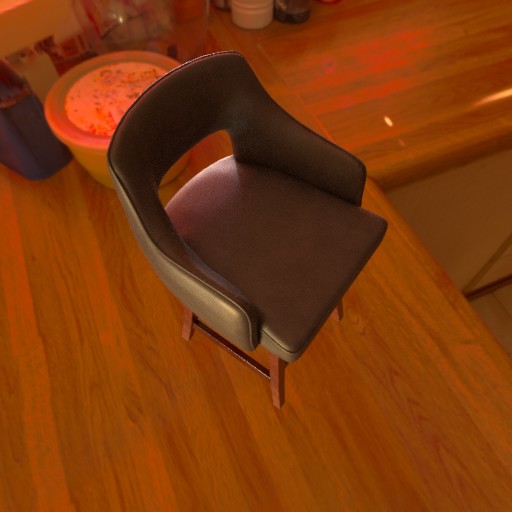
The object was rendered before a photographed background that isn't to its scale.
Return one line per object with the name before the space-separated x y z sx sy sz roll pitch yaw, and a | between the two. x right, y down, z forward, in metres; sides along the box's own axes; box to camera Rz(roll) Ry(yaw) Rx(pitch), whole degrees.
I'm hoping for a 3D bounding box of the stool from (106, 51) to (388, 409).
stool | 0.000 0.000 1.276 0.560 0.936 0.550 32 63 18
